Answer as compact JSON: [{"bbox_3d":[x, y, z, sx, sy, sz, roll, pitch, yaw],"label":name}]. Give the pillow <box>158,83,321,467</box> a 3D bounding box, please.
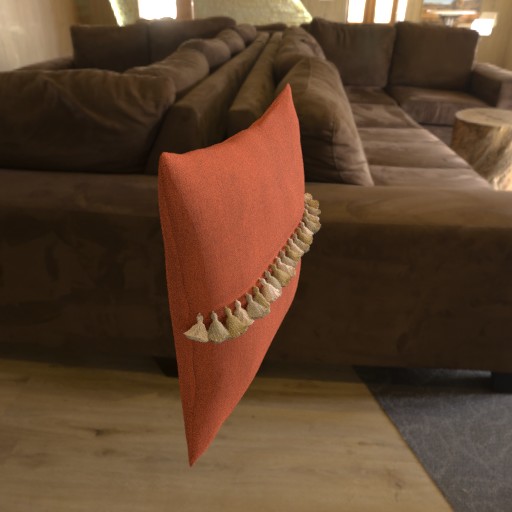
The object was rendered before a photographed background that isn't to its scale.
[{"bbox_3d":[0.000,0.000,0.743,0.165,0.482,0.490,10,31,17],"label":"pillow"}]
